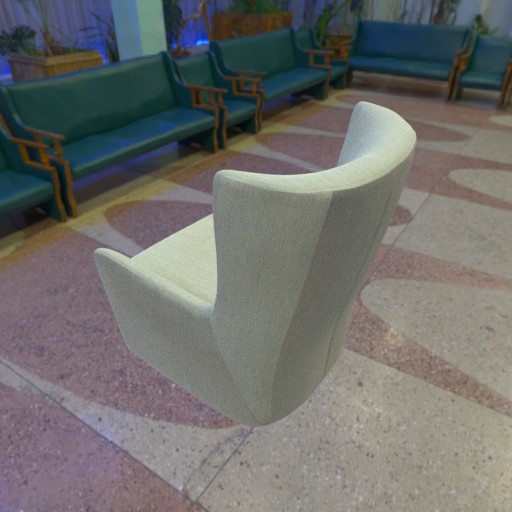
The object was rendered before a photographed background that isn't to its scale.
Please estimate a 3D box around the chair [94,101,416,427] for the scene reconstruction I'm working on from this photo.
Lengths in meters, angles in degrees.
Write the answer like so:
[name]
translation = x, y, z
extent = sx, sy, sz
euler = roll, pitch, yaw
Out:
[chair]
translation = 0.000, 0.000, 1.613
extent = 0.904, 1.000, 0.779
euler = 22, 39, 30
